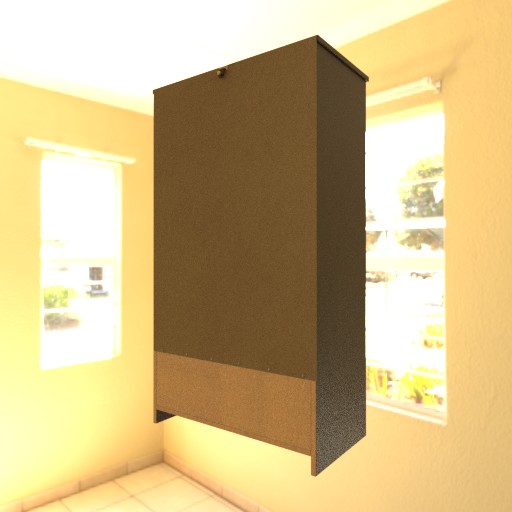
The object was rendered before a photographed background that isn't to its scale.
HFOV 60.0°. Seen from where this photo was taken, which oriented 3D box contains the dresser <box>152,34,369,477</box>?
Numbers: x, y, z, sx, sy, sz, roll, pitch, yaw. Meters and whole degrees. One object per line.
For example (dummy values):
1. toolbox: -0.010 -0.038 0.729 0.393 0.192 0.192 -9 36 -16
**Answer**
1. dresser: 0.000 0.000 1.608 0.704 1.254 0.418 0 0 36
